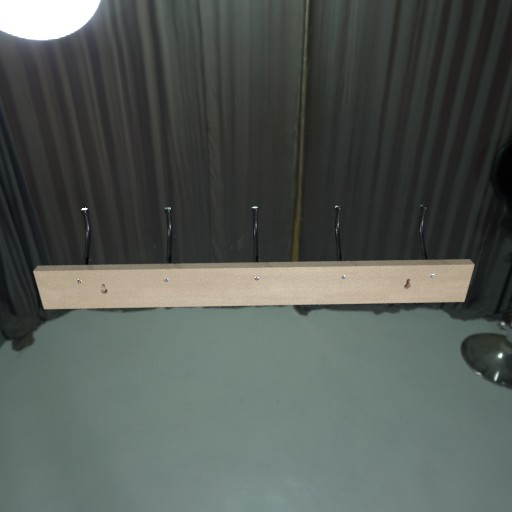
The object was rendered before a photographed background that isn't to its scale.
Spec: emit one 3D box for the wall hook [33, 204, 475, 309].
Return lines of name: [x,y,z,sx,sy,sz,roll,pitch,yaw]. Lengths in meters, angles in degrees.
wall hook: [0.000,0.000,0.605,0.571,0.117,0.071,-1,29,-2]
